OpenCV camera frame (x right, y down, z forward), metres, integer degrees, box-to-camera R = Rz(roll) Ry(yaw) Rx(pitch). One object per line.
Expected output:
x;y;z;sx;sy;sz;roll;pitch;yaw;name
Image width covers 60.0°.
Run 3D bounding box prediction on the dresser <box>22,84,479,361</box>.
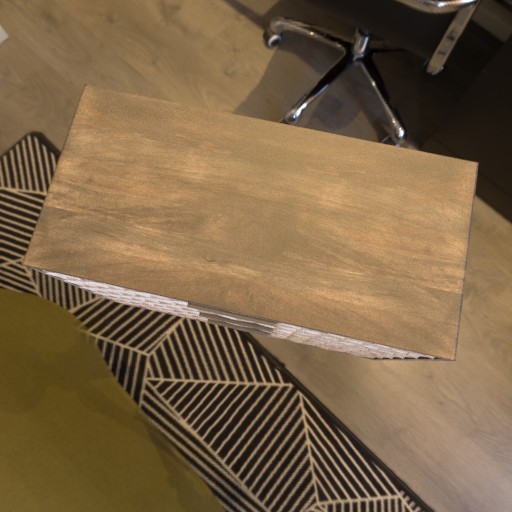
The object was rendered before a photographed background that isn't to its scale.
0.000;0.000;1.357;0.923;0.801;0.453;12;77;3;dresser
